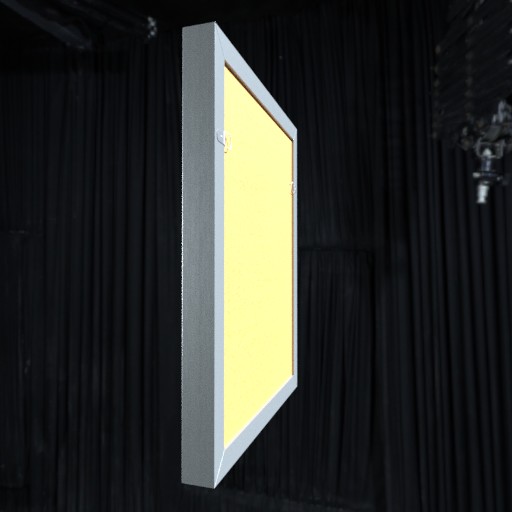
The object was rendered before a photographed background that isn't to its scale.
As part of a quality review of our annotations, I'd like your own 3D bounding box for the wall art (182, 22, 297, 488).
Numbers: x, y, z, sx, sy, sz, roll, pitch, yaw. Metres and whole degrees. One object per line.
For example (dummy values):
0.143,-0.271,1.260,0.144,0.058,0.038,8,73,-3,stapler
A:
0.000,0.000,0.510,0.030,0.379,0.308,0,-1,18,wall art
